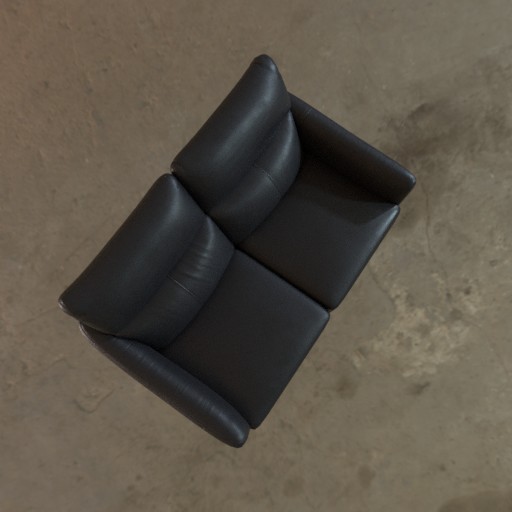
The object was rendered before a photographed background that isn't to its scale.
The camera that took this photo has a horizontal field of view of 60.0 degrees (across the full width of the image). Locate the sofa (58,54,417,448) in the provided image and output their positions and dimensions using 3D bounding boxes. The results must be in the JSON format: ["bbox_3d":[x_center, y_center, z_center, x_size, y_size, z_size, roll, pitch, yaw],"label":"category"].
[{"bbox_3d":[0.000,0.000,2.200,0.958,0.920,1.596,34,78,8],"label":"sofa"}]
